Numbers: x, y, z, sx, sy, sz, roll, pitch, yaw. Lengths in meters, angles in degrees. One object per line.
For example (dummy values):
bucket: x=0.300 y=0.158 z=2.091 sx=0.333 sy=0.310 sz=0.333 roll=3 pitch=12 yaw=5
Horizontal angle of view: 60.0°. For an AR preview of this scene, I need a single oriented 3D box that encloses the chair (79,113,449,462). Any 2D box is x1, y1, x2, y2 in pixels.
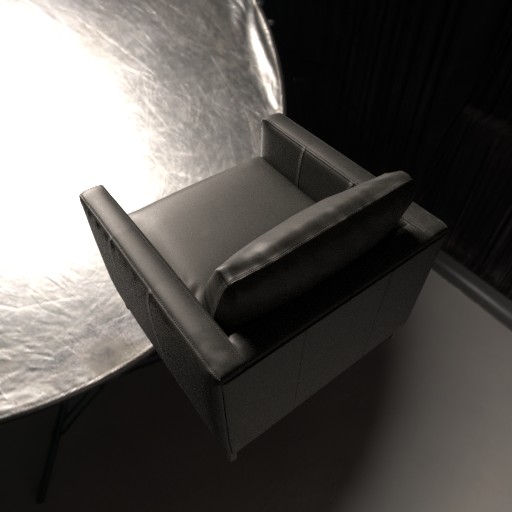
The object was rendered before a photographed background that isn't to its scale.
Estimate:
chair: x=0.000 y=0.000 z=1.537 sx=0.967 sy=0.824 sz=0.861 roll=-29 pitch=54 yaw=-24
